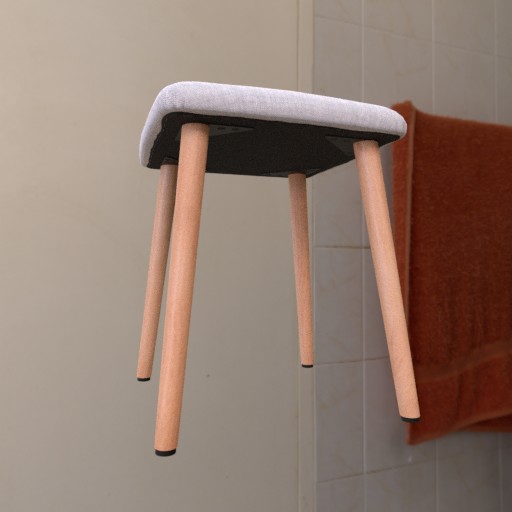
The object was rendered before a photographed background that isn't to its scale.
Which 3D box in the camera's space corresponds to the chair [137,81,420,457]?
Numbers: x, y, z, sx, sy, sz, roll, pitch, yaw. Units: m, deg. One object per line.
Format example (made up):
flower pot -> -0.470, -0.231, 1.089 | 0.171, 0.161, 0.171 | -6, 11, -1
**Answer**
chair -> 0.000, 0.000, 0.695 | 0.350, 0.440, 0.350 | 0, -1, -18
